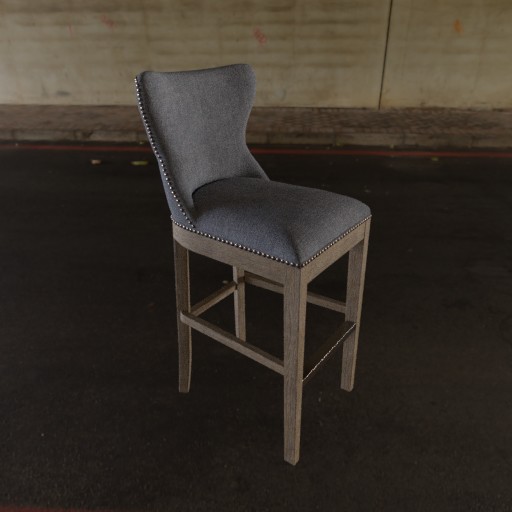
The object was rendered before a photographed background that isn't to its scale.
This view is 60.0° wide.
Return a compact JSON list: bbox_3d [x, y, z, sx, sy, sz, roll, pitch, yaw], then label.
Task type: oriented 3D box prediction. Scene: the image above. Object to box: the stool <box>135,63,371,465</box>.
[{"bbox_3d":[0.000,0.000,1.447,0.606,1.123,0.494,18,32,32],"label":"stool"}]
